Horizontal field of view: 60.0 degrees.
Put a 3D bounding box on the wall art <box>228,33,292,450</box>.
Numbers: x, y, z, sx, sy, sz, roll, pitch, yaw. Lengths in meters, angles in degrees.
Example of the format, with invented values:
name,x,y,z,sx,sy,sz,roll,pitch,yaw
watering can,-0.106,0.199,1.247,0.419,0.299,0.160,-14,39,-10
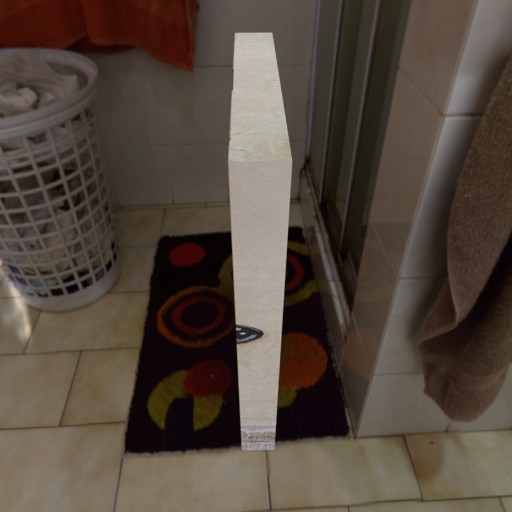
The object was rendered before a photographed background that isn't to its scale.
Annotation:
name,x,y,z,sx,sy,sz,roll,pitch,yaw
wall art,0.000,0.000,0.483,0.038,0.381,0.254,-1,42,-1
